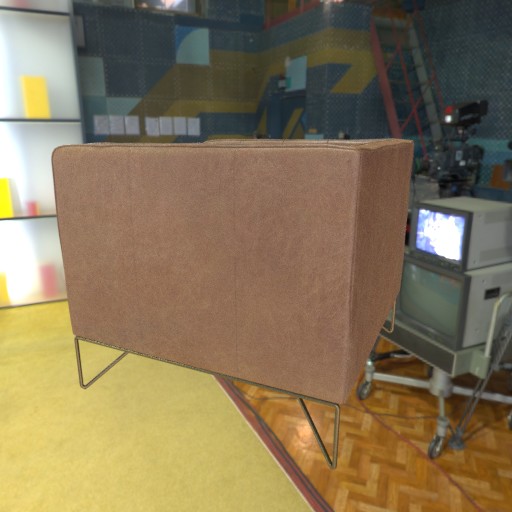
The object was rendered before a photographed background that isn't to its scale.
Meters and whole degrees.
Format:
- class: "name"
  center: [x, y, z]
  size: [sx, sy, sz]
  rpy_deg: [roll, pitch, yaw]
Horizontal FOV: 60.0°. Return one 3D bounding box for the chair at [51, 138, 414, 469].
- class: "chair"
  center: [0.000, 0.000, 1.568]
  size: [0.912, 0.797, 0.920]
  rpy_deg: [7, 17, 25]
